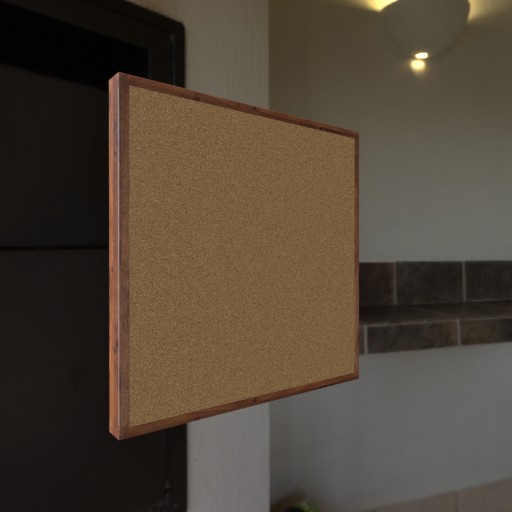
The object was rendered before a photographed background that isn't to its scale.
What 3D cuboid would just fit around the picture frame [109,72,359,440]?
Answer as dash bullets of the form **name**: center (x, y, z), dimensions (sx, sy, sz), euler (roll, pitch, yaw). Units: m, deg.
- **picture frame**: center (0.000, 0.000, 0.544), dimensions (0.352, 0.356, 0.028), euler (0, 0, -37)
